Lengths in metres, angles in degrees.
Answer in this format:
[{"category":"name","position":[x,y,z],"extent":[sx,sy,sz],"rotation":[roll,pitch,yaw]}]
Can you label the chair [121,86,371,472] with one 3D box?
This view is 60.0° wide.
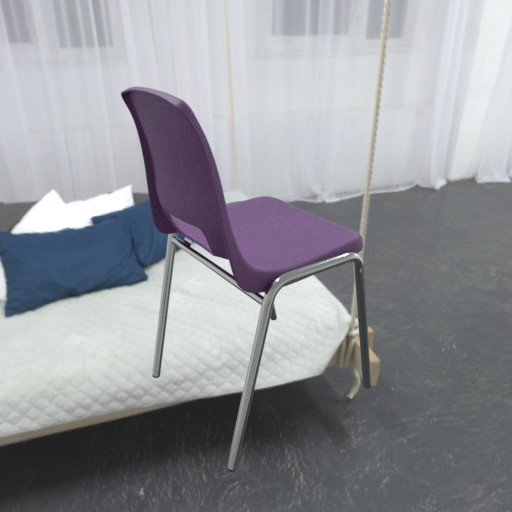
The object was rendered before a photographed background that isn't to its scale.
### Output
[{"category":"chair","position":[0.000,0.000,0.949],"extent":[0.432,0.704,0.381],"rotation":[-19,33,-33]}]
